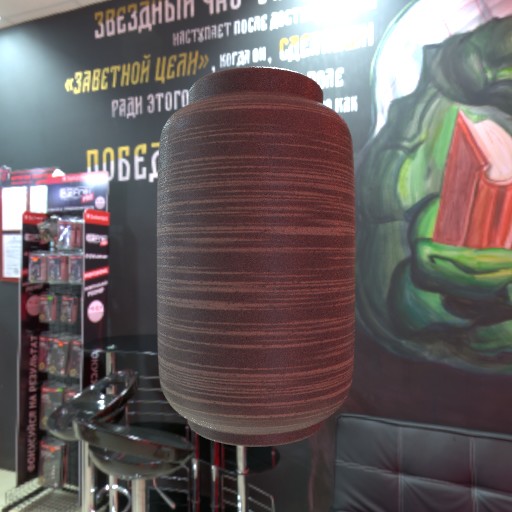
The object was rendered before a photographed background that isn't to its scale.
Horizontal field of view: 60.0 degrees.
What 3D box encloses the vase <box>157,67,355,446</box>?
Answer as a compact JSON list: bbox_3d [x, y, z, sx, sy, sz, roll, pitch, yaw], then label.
[{"bbox_3d":[0.000,0.000,0.680,0.297,0.499,0.297,0,0,0],"label":"vase"}]
